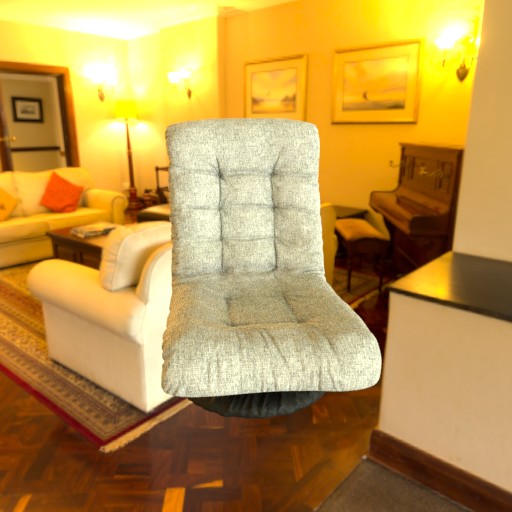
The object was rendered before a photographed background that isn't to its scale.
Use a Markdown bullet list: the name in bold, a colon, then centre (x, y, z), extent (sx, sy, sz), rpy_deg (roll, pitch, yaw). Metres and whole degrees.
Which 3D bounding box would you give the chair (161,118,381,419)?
- **chair**: centre (0.000, 0.000, 0.991), extent (0.400, 0.600, 0.583), rpy_deg (-2, 16, -7)
